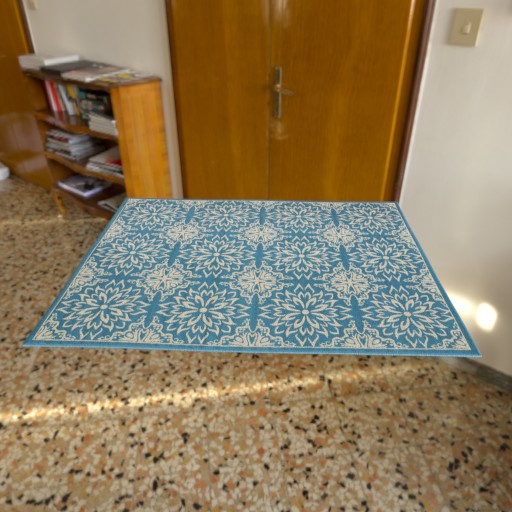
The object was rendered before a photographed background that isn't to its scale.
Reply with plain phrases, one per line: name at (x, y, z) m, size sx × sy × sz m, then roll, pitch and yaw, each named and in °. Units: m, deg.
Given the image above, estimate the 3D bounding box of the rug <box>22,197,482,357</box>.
rug at (0.000, 0.000, 3.835) m, size 2.964 × 0.018 × 2.350 m, roll 1°, pitch 32°, yaw 2°
